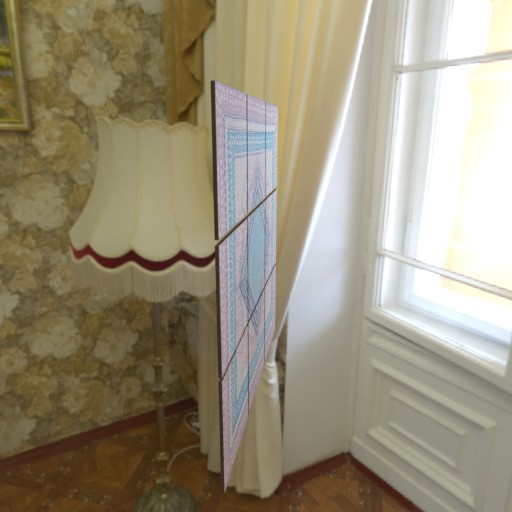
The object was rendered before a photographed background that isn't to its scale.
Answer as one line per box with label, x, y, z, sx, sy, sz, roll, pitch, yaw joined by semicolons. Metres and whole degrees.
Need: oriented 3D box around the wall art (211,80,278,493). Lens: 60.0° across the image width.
wall art;0.000;0.000;2.268;0.014;1.525;1.527;3;16;9
